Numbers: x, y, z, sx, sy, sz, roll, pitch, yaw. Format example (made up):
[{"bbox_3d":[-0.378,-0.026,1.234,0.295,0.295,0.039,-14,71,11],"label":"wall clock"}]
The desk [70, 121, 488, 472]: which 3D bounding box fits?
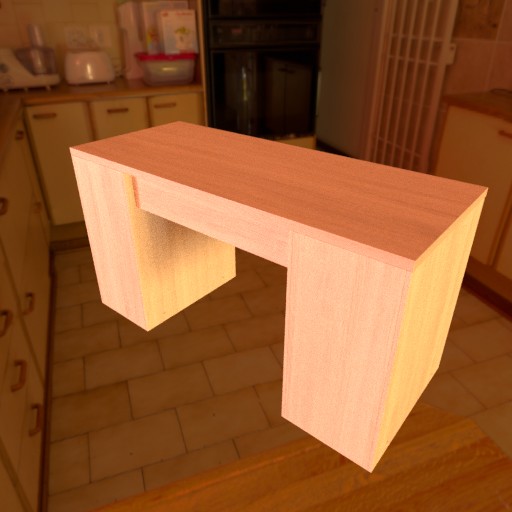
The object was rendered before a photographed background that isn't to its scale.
[{"bbox_3d":[0.000,0.000,1.732,1.390,0.740,0.600,22,36,33],"label":"desk"}]
